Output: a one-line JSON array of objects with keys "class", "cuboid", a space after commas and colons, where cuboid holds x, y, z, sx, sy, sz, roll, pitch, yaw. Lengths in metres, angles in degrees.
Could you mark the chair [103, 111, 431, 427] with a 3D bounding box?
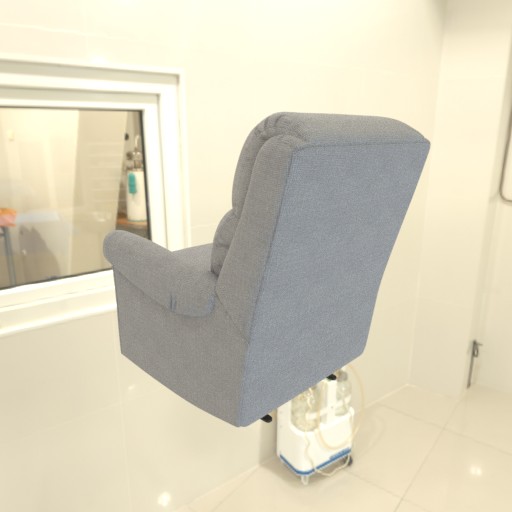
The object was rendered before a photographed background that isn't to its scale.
[{"class": "chair", "cuboid": [0.000, 0.000, 1.752, 0.838, 1.054, 1.014, -15, 22, -43]}]
